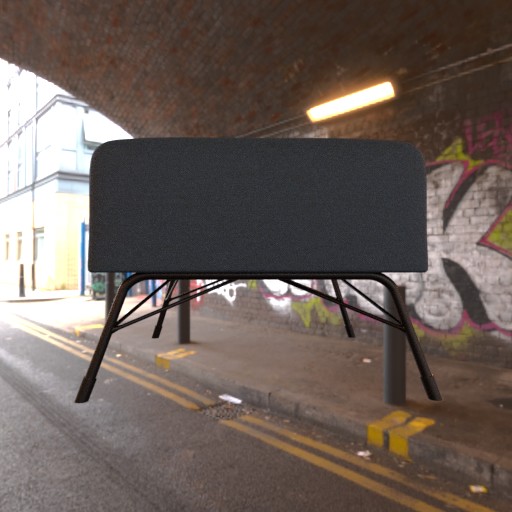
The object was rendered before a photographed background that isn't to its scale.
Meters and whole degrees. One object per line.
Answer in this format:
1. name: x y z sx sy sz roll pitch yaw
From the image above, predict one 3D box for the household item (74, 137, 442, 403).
1. household item: 0.000 0.000 0.897 0.530 0.420 0.530 0 0 -1
